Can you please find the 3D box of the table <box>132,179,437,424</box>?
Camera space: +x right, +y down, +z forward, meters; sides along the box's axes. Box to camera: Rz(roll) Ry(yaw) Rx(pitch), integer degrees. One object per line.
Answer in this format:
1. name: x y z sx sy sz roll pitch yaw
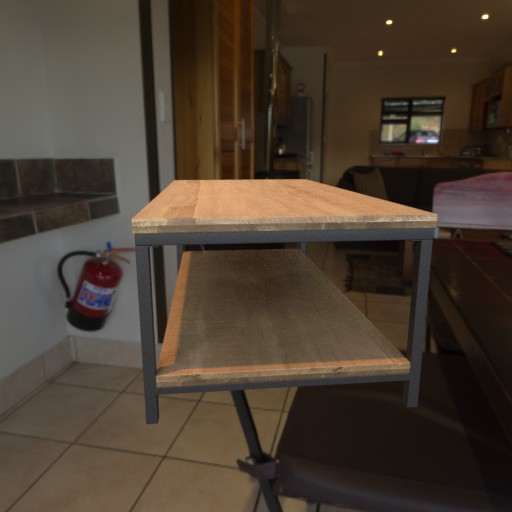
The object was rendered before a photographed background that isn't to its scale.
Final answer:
1. table: 0.000 0.000 1.365 0.551 0.399 1.100 -1 13 -6
